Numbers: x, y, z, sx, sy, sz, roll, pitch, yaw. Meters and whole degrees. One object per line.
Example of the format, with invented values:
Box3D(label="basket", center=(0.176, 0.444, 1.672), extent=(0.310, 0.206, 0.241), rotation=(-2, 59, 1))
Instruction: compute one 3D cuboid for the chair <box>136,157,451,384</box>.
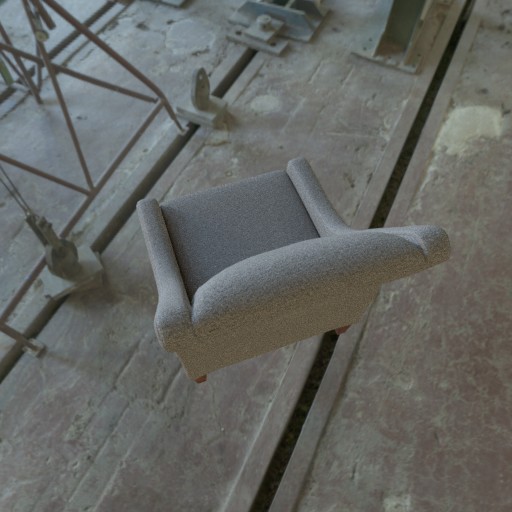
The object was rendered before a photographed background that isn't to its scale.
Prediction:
Box3D(label="chair", center=(0.000, 0.000, 1.658), extent=(0.774, 1.016, 0.870), rotation=(-17, 60, -10))
